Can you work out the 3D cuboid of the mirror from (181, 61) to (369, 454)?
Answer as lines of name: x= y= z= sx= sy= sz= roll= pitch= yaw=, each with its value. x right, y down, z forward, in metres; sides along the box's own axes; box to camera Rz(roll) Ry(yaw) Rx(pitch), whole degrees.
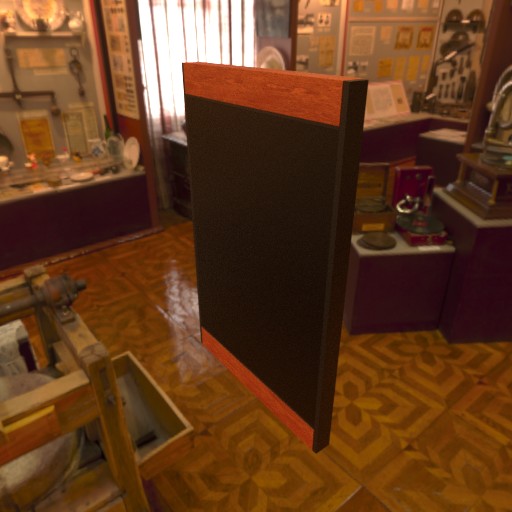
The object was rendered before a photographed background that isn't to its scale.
mirror: x=0.000 y=0.000 z=1.055 sx=0.047 sy=0.823 sz=0.525 roll=-19 pitch=33 yaw=-33
